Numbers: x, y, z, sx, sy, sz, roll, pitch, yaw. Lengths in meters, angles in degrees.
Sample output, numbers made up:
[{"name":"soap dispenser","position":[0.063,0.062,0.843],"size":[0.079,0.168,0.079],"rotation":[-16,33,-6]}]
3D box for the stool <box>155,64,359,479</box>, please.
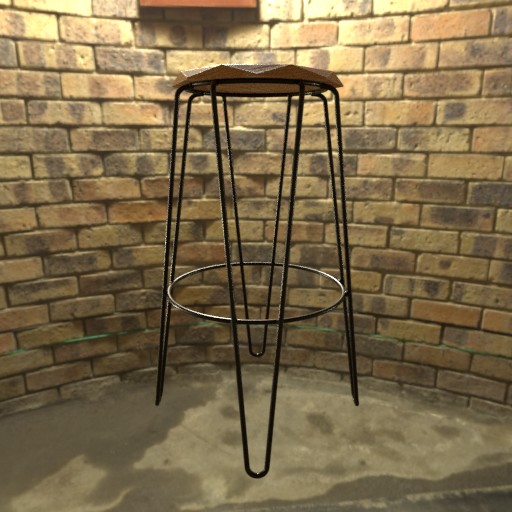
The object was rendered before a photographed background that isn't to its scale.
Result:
[{"name":"stool","position":[0.000,0.000,0.804],"size":[0.326,0.610,0.326],"rotation":[-14,21,-43]}]
